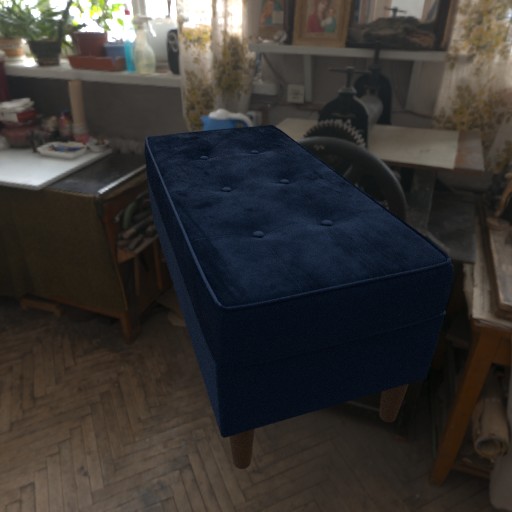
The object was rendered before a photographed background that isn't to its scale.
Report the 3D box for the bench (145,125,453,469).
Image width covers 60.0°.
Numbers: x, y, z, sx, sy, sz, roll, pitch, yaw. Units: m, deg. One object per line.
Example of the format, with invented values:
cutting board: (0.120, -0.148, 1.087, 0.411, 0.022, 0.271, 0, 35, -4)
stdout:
bench: (0.000, 0.000, 1.287, 0.489, 0.467, 1.010, -10, 33, -16)
